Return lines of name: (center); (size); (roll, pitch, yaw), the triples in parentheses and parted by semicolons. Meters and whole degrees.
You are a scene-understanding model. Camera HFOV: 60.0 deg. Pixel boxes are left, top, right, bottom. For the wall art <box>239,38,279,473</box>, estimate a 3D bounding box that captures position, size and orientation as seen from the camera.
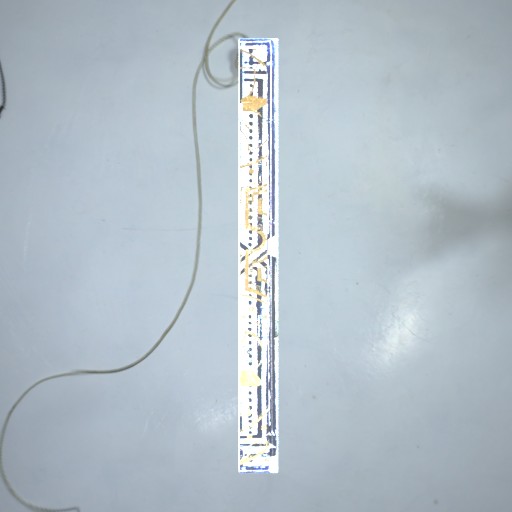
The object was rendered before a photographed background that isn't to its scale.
wall art: (0.000, 0.000, 0.623); (0.038, 0.410, 0.411); (0, 90, -1)
